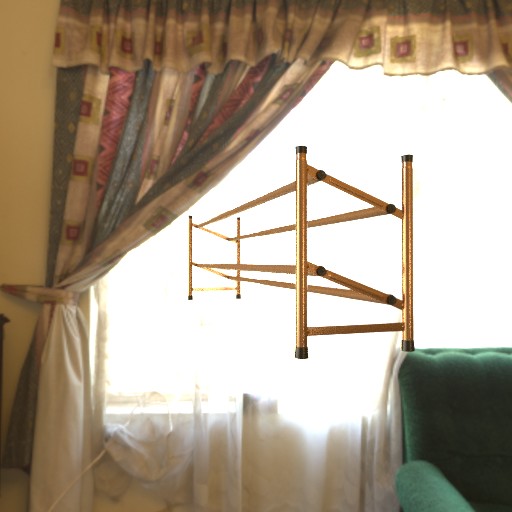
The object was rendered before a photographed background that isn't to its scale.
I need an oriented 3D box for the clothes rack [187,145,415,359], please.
[{"bbox_3d":[0.000,0.000,1.304,0.229,0.349,1.168,0,-1,-18],"label":"clothes rack"}]
